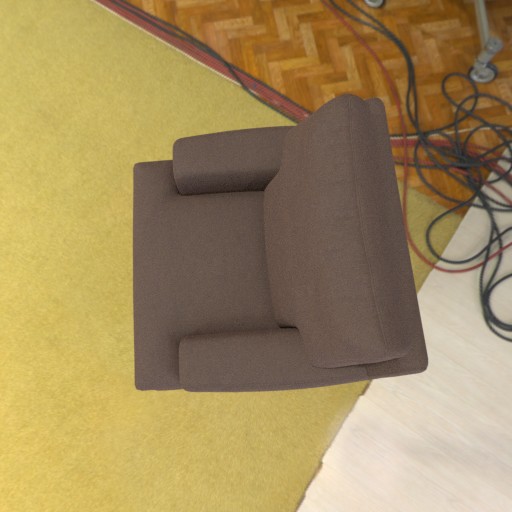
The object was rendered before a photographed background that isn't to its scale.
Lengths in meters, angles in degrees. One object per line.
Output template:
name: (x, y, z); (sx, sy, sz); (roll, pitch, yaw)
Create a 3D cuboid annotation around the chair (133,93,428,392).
chair: (0.000, 0.000, 1.985); (1.143, 0.940, 1.168); (-4, 75, -1)
